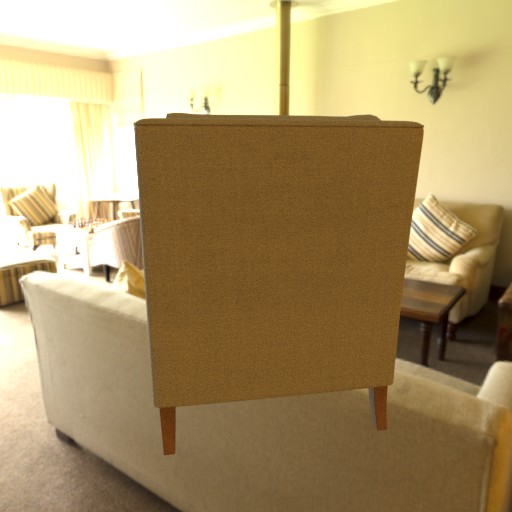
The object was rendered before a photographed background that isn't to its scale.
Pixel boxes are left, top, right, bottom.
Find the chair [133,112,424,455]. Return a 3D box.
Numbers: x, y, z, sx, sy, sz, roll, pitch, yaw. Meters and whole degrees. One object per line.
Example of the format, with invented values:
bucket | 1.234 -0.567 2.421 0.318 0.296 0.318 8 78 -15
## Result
chair | 0.000 0.000 1.795 0.866 1.056 1.040 -2 14 -10
